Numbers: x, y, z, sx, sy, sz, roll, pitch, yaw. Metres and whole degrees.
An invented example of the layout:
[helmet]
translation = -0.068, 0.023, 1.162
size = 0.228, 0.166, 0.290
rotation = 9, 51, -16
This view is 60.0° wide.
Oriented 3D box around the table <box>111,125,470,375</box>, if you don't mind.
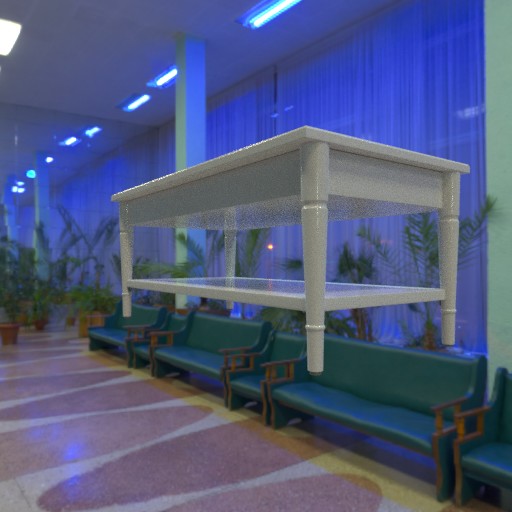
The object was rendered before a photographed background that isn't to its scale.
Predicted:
[table]
translation = 0.000, 0.000, 1.383
size = 0.559, 0.457, 1.067
rotation = 0, -1, -36
